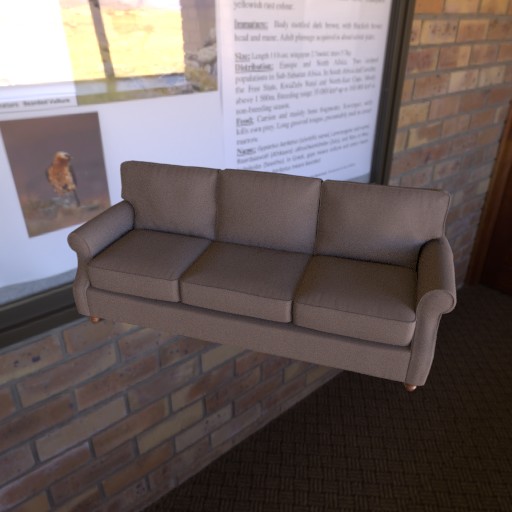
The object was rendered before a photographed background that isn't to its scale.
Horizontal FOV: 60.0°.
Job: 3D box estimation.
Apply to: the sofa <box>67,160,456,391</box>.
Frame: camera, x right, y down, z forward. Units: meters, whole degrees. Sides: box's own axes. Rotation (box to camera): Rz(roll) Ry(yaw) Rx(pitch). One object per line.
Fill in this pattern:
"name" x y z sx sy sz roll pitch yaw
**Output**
"sofa" 0.000 0.000 2.867 2.353 0.948 0.966 9 29 16
